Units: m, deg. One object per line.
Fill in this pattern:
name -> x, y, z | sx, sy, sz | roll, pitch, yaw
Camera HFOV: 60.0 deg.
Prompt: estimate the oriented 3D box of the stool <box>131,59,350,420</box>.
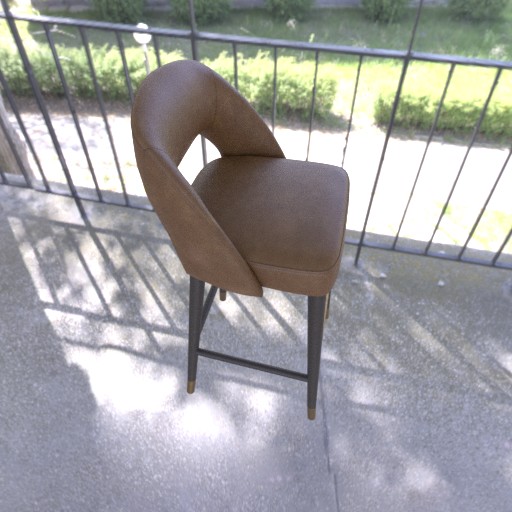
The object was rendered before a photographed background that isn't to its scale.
stool -> 0.000, 0.000, 1.318 | 0.509, 1.037, 0.494 | 9, 47, 9
